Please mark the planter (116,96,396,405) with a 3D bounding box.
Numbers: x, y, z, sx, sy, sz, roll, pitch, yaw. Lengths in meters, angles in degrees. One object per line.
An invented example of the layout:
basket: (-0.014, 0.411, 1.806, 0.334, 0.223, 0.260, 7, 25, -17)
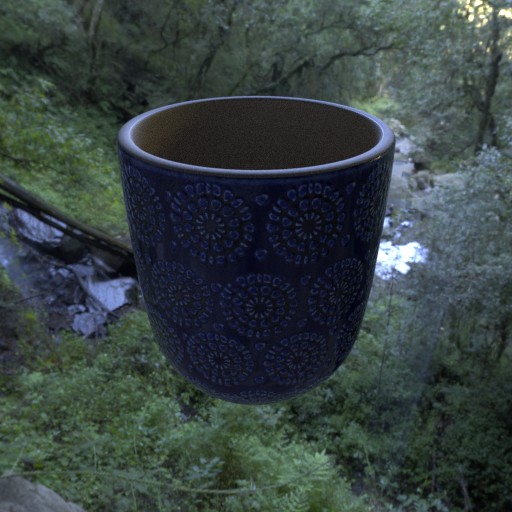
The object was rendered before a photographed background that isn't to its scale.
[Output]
planter: (0.000, 0.000, 0.350, 0.184, 0.206, 0.184, 0, 32, 0)
